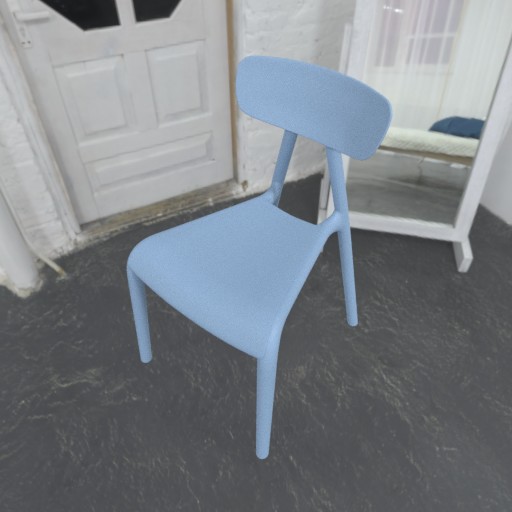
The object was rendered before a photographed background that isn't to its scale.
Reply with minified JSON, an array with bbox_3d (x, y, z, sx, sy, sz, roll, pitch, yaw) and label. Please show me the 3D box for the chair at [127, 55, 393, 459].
[{"bbox_3d":[0.000,0.000,0.824,0.356,0.580,0.401,30,53,26],"label":"chair"}]
